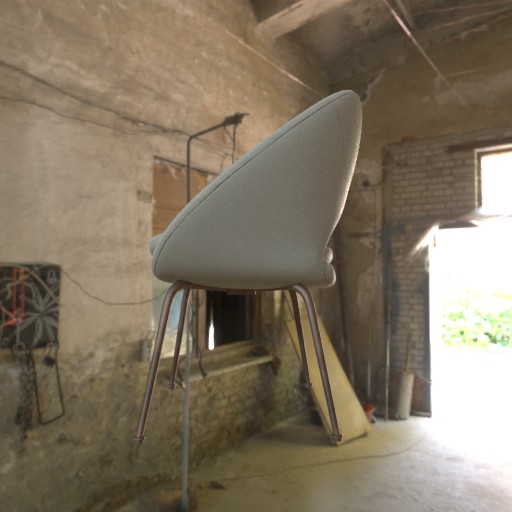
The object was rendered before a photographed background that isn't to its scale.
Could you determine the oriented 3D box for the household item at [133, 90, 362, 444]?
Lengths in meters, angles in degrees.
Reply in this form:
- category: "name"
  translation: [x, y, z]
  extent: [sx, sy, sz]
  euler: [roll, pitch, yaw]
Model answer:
- category: "household item"
  translation: [0.000, 0.000, 1.245]
  extent: [0.573, 0.852, 0.623]
  euler: [0, -2, -2]
